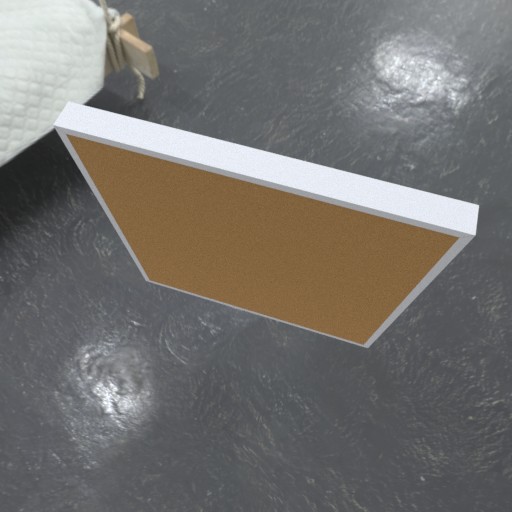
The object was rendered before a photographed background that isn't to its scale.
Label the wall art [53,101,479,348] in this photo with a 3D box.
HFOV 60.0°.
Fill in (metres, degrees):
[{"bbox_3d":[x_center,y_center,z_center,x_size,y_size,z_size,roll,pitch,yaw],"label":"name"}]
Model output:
[{"bbox_3d":[0.000,0.000,0.748,0.509,0.509,0.040,16,66,7],"label":"wall art"}]
